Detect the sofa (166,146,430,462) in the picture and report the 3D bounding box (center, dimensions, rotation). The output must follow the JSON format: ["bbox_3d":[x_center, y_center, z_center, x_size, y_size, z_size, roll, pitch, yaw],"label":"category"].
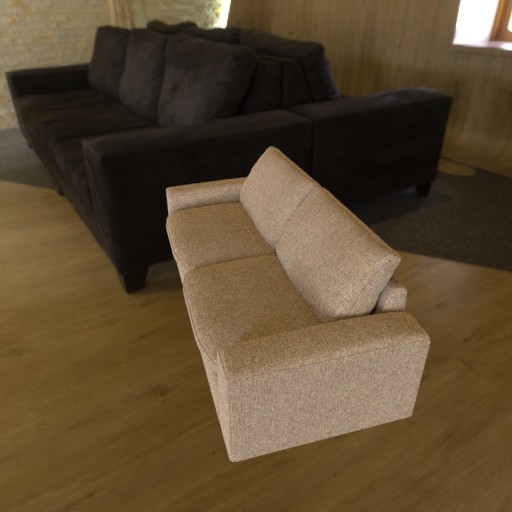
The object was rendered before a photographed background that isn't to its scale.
[{"bbox_3d":[0.000,0.000,2.943,1.040,0.922,2.299,-8,31,-14],"label":"sofa"}]
